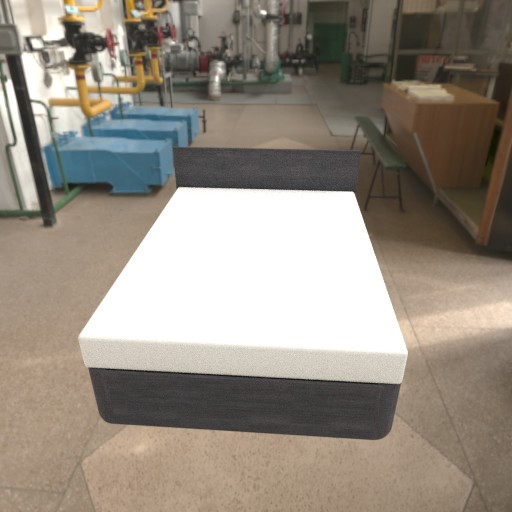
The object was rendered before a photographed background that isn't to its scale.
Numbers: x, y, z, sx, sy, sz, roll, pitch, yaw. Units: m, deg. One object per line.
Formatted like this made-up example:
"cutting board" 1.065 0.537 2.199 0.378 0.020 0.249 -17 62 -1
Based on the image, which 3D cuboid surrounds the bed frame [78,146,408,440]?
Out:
"bed frame" 0.000 0.000 2.666 1.400 0.800 1.900 2 29 4
